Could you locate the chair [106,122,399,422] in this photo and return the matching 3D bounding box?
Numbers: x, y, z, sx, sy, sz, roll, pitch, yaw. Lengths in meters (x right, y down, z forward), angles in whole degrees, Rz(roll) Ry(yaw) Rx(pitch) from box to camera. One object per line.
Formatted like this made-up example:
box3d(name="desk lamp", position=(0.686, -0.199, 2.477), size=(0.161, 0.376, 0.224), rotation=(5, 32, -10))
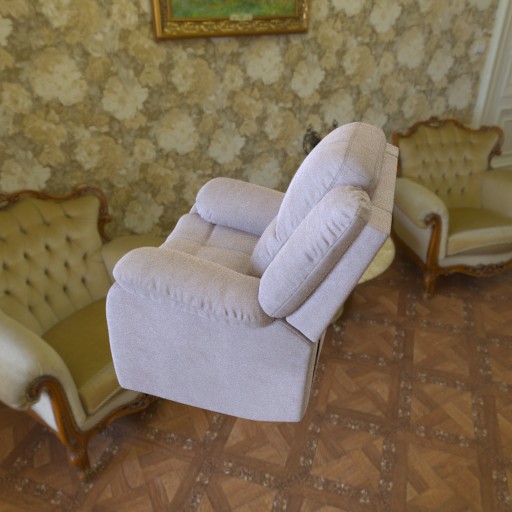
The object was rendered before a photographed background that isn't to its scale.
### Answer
box3d(name="chair", position=(0.000, 0.000, 1.730), size=(0.944, 1.008, 0.899), rotation=(9, 31, 15))
